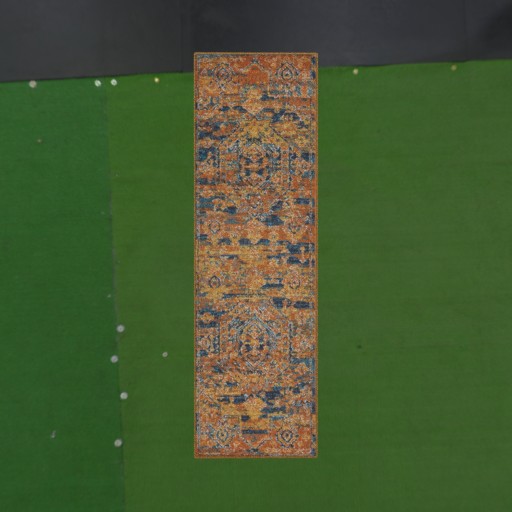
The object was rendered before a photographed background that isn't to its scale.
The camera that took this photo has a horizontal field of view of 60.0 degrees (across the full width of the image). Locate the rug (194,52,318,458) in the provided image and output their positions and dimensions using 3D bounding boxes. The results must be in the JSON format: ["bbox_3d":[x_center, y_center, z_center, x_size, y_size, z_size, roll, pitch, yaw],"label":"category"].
[{"bbox_3d":[0.000,0.000,1.988,0.556,0.013,1.820,0,90,0],"label":"rug"}]
